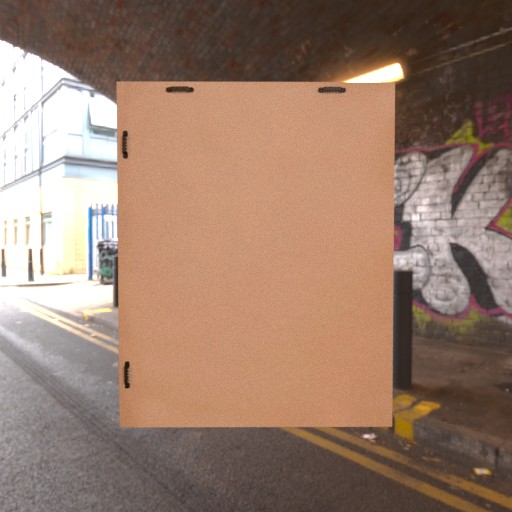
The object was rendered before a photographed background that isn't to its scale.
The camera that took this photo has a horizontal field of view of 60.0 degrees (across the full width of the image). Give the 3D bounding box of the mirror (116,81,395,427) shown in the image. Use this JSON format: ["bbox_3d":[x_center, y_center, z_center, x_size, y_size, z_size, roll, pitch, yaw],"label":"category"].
[{"bbox_3d":[0.000,0.000,0.666,0.405,0.508,0.041,0,2,0],"label":"mirror"}]
